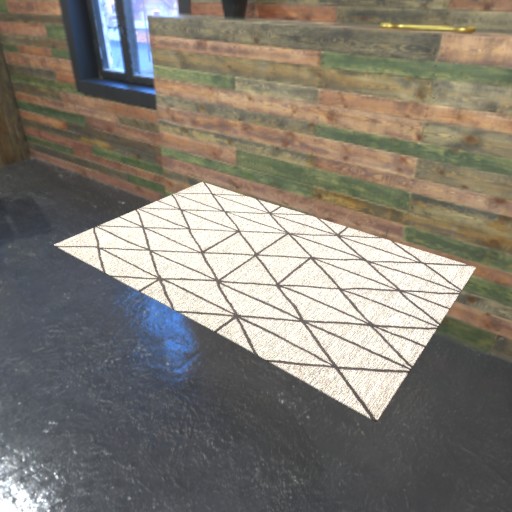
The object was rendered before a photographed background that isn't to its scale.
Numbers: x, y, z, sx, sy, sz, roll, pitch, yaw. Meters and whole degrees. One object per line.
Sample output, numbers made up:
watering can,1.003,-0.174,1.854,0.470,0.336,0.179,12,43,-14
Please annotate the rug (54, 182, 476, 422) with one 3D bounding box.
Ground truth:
rug,0.000,0.000,3.027,2.465,0.008,1.526,22,37,32
